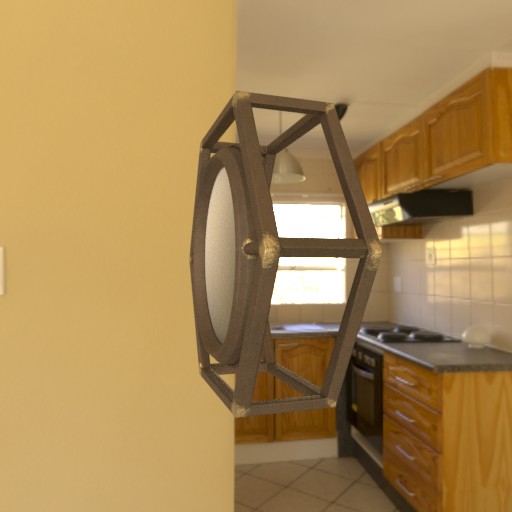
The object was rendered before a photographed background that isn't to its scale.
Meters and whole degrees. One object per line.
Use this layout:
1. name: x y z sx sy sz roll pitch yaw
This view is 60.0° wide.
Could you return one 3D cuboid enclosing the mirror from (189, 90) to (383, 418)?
1. mirror: 0.000 0.000 0.562 0.119 0.334 0.380 1 -2 -18
